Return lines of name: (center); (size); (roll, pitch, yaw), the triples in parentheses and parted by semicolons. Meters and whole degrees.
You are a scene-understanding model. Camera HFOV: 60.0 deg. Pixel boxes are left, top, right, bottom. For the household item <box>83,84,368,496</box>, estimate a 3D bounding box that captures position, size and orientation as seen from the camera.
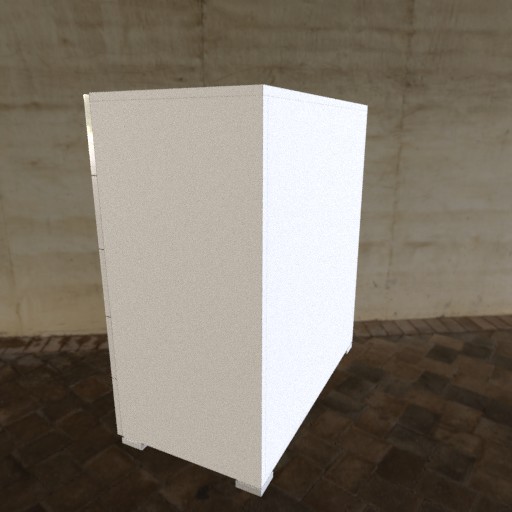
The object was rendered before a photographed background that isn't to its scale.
household item: (0.000, 0.000, 1.312); (0.420, 0.870, 0.800); (8, 18, 25)
